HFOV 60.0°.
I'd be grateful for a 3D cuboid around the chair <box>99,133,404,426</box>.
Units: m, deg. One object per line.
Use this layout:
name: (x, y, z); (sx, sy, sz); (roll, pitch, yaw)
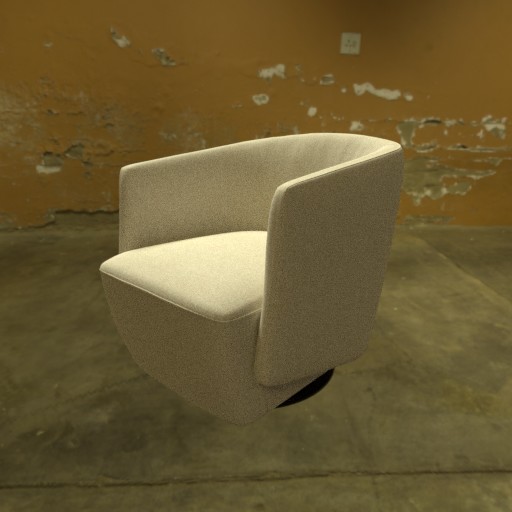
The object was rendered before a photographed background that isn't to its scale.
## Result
chair: (0.000, 0.000, 1.634); (0.822, 0.861, 0.986); (15, 22, 41)
